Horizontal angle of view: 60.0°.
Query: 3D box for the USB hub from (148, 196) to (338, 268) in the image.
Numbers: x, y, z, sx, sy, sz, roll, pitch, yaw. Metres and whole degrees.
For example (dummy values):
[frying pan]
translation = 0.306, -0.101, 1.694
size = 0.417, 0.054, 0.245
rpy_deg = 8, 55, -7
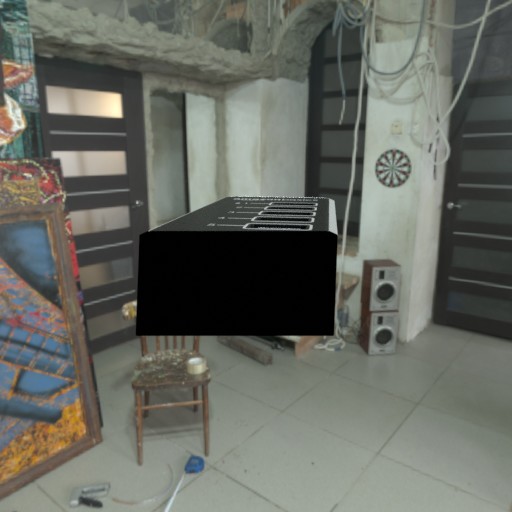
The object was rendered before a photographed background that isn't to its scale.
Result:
[USB hub]
translation = 0.000, 0.000, 0.126
size = 0.044, 0.023, 0.110
rpy_deg = 2, 13, 9
